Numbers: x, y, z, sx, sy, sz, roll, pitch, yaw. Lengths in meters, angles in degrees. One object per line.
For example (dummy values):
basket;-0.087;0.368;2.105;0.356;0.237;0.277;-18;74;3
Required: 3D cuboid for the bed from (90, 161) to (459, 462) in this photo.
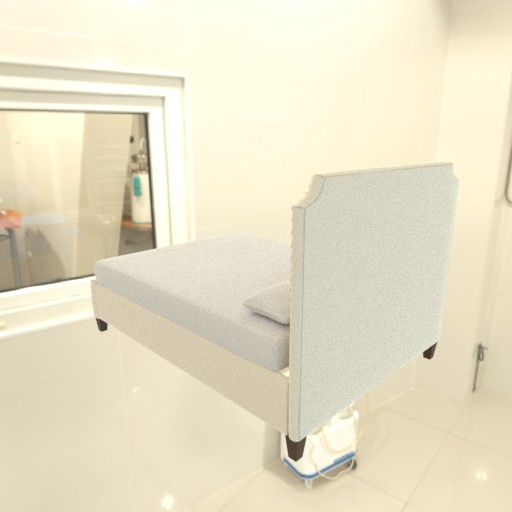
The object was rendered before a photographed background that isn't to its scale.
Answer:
bed;0.000;0.000;3.463;1.712;1.497;2.372;-15;21;-42
